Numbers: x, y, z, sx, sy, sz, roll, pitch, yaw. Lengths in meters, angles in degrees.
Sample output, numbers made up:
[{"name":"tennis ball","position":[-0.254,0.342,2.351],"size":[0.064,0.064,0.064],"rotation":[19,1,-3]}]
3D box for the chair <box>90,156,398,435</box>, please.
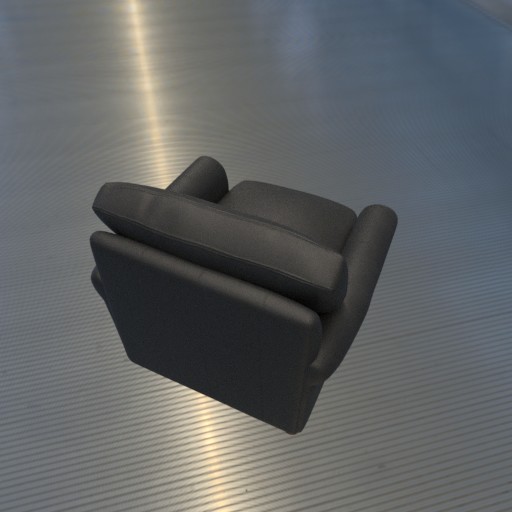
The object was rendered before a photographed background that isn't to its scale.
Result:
[{"name":"chair","position":[0.000,0.000,1.822],"size":[1.015,0.960,1.027],"rotation":[23,50,21]}]
